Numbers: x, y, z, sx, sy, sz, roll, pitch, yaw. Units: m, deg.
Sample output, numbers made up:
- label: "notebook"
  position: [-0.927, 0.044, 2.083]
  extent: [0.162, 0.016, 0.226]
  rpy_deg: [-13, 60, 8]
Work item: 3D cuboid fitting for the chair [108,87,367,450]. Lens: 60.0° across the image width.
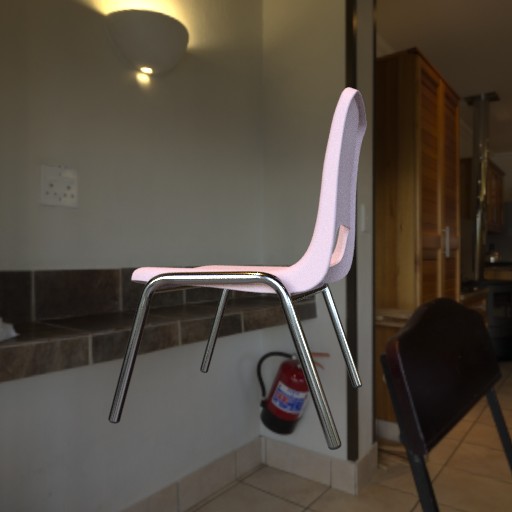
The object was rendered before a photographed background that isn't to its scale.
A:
- label: "chair"
  position: [0.000, 0.000, 0.813]
  extent: [0.385, 0.536, 0.354]
  rpy_deg: [0, -1, 19]
